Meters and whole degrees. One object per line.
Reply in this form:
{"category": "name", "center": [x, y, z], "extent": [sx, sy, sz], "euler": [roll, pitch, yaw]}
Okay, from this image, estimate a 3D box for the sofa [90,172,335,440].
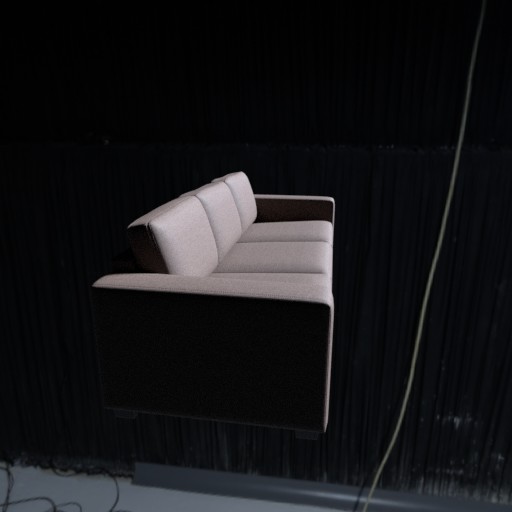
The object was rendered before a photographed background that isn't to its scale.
{"category": "sofa", "center": [0.000, 0.000, 2.608], "extent": [0.900, 0.806, 2.160], "euler": [3, 17, 9]}
